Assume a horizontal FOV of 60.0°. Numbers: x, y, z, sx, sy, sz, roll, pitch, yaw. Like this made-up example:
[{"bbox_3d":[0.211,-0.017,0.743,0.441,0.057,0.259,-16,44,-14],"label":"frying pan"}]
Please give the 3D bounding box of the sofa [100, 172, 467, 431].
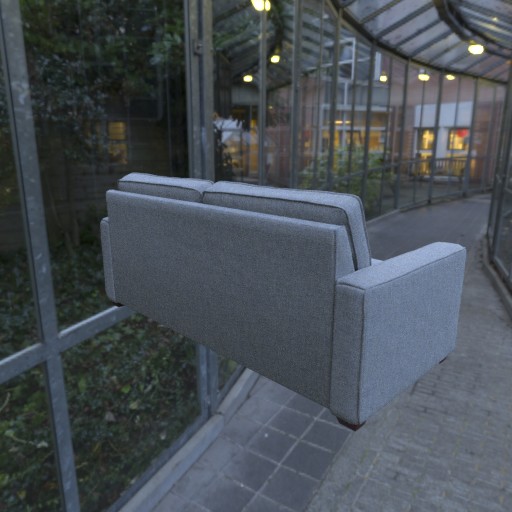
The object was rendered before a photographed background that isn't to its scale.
[{"bbox_3d":[0.000,0.000,2.613,0.945,0.918,2.078,-14,20,-43],"label":"sofa"}]
